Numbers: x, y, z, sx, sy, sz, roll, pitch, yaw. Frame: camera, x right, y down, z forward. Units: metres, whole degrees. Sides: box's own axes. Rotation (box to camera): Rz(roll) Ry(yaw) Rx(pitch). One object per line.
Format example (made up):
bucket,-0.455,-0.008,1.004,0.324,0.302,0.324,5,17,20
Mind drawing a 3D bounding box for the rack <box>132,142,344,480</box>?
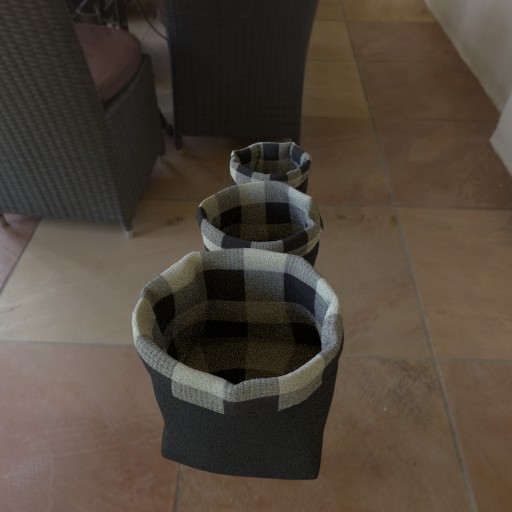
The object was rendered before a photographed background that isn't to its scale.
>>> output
rack,0.000,0.000,1.052,0.370,0.329,0.889,4,46,4
